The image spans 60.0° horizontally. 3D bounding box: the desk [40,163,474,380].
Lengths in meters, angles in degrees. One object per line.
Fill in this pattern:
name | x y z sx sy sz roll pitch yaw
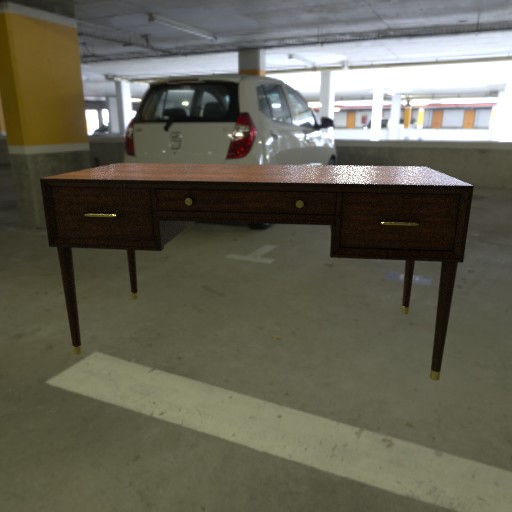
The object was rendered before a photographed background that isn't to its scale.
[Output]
desk | 0.000 0.000 2.032 1.575 0.762 0.724 2 17 7
